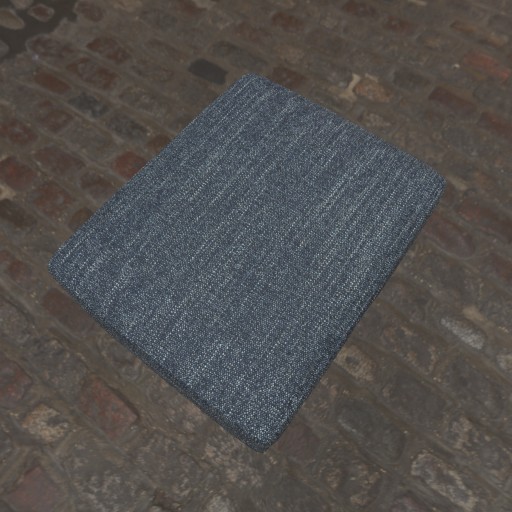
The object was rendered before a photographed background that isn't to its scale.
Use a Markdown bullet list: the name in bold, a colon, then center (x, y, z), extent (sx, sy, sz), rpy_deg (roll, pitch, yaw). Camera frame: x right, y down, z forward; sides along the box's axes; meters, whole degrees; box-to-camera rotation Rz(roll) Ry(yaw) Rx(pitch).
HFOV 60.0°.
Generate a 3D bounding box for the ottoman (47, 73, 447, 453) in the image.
- **ottoman**: center (0.000, 0.000, 1.245), extent (0.667, 0.491, 0.814), rpy_deg (34, 69, 15)
